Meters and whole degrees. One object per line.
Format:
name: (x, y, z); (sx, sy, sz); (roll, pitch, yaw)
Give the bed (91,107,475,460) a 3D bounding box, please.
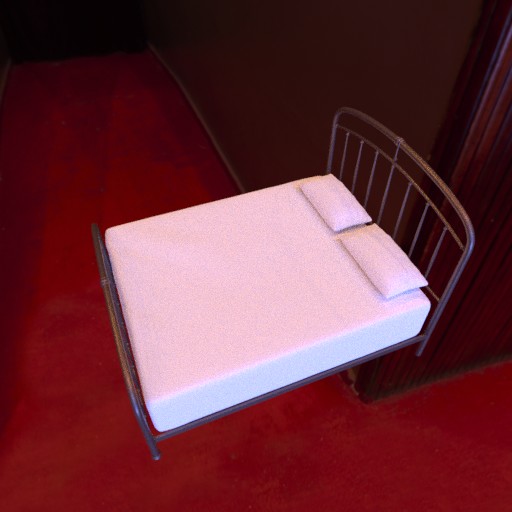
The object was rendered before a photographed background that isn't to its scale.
bed: (0.000, 0.000, 3.247); (2.168, 1.475, 1.711); (-16, 48, -15)
